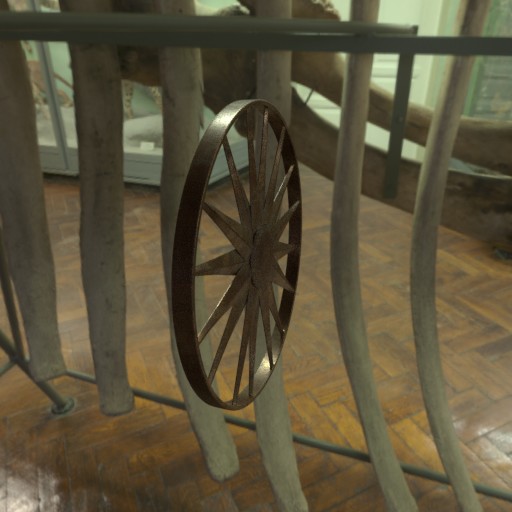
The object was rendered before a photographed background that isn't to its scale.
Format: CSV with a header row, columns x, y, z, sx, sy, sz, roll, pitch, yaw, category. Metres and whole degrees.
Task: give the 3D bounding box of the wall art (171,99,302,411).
x,y,z,sx,sy,sz,roll,pitch,yaw,category
0.000,0.000,0.875,0.084,0.583,0.582,10,30,17,wall art
